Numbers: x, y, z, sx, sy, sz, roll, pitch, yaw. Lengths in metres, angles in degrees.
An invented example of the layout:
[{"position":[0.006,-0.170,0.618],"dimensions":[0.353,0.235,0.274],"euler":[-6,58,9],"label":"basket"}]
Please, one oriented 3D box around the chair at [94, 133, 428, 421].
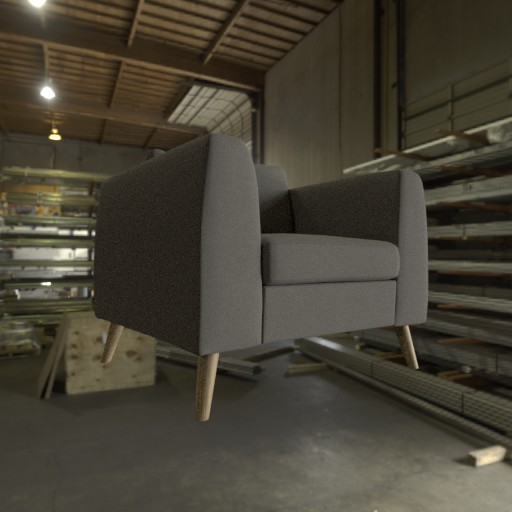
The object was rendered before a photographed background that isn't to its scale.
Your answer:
[{"position":[0.000,0.000,1.751],"dimensions":[1.000,0.860,0.930],"euler":[0,0,-36],"label":"chair"}]
